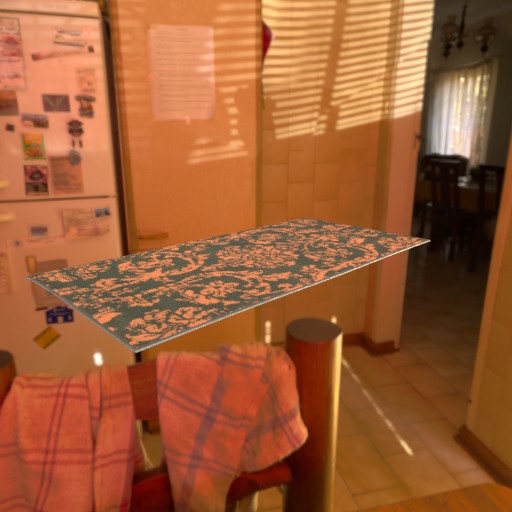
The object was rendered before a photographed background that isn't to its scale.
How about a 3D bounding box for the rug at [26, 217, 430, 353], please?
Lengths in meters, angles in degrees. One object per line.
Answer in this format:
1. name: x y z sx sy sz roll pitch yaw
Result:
1. rug: 0.000 0.000 1.442 1.219 0.007 0.604 -15 22 -42
